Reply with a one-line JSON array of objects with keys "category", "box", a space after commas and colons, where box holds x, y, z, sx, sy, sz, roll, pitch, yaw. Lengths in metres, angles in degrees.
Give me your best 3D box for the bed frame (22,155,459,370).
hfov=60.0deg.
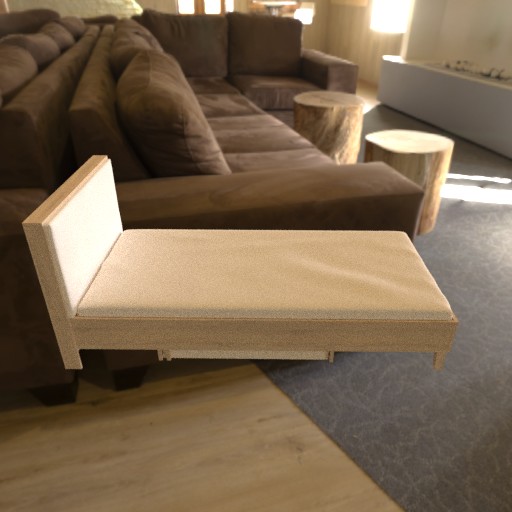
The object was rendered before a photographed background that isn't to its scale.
[{"category": "bed frame", "box": [0.000, 0.000, 2.686, 2.140, 0.920, 0.990, 0, 31, 1]}]
